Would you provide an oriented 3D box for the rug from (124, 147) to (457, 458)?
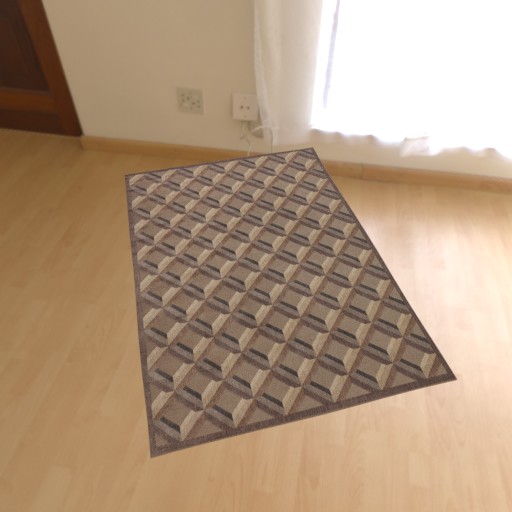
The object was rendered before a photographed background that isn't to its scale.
[{"bbox_3d":[0.000,0.000,2.937,1.600,0.013,2.260,-11,47,-10],"label":"rug"}]
